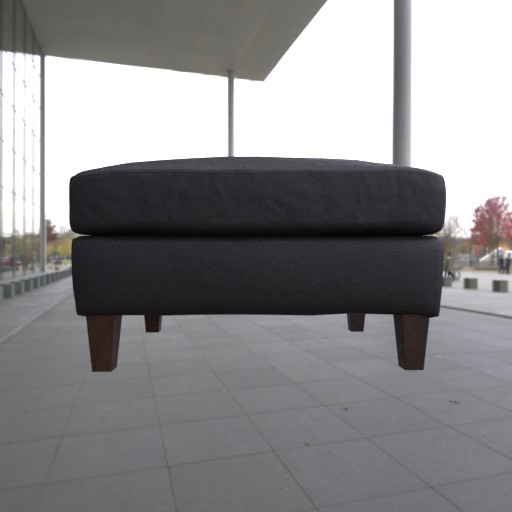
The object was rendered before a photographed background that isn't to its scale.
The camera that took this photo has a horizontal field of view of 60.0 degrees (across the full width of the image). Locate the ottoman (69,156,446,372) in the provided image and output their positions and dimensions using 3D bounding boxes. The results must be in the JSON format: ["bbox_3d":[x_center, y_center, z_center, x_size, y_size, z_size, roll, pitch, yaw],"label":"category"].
[{"bbox_3d":[0.000,0.000,1.298,0.887,0.529,0.659,0,0,-1],"label":"ottoman"}]
